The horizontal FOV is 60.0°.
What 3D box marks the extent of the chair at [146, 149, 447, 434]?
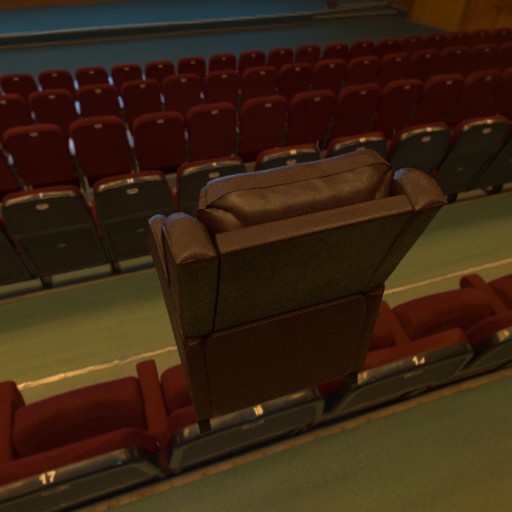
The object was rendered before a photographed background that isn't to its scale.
[{"bbox_3d":[0.000,0.000,1.737,0.770,1.132,0.982,-13,43,-15],"label":"chair"}]
